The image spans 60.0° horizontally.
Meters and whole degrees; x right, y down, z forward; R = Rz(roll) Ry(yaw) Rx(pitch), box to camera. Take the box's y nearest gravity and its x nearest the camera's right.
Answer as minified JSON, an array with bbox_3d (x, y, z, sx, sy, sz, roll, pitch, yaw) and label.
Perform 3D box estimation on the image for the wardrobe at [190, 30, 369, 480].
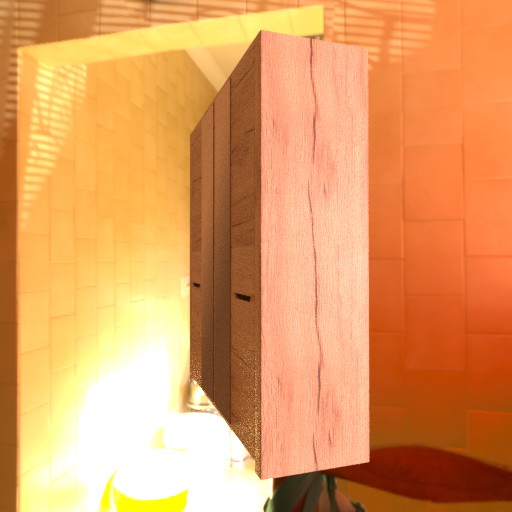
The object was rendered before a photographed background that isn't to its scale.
[{"bbox_3d":[0.000,0.000,2.981,0.580,2.070,1.810,0,-1,-19],"label":"wardrobe"}]
